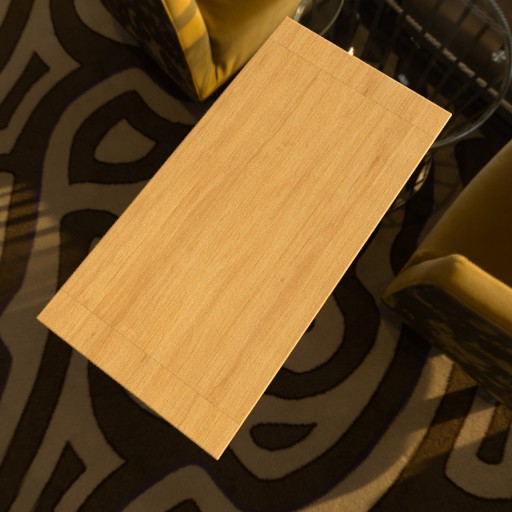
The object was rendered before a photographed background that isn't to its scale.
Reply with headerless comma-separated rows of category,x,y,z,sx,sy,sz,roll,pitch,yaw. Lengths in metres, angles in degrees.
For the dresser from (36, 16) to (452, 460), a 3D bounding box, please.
dresser,0.000,0.000,1.206,0.410,0.730,0.800,35,79,8
